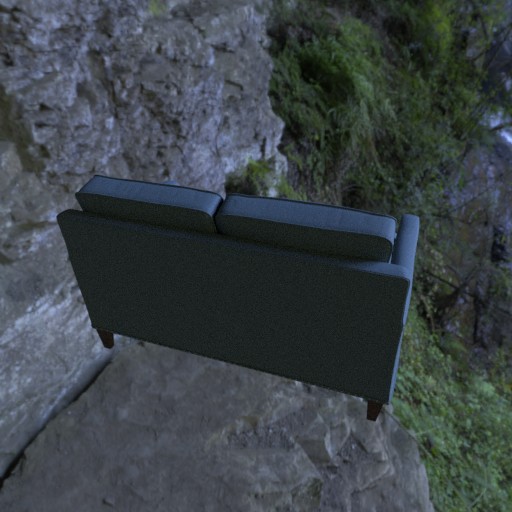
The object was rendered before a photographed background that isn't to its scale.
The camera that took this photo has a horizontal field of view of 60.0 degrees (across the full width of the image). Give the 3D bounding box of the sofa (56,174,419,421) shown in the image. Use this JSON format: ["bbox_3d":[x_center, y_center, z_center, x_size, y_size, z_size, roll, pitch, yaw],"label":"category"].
[{"bbox_3d":[0.000,0.000,2.339,1.597,1.003,1.084,10,32,17],"label":"sofa"}]
